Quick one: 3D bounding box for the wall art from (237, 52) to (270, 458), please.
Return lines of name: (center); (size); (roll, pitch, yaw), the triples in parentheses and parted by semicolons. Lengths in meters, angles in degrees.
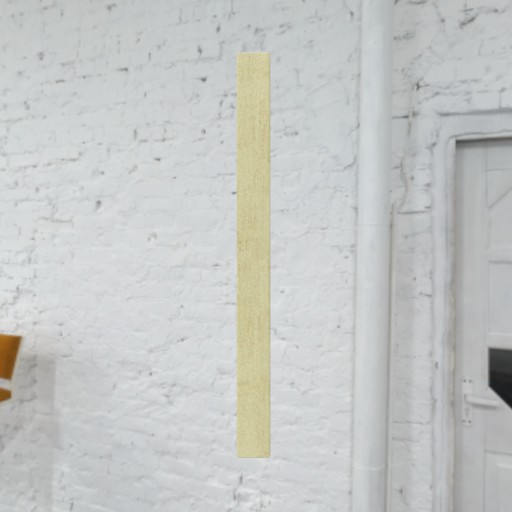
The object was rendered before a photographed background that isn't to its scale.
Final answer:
wall art: (0.000, 0.000, 0.683); (0.032, 0.381, 0.533); (0, 0, 1)
